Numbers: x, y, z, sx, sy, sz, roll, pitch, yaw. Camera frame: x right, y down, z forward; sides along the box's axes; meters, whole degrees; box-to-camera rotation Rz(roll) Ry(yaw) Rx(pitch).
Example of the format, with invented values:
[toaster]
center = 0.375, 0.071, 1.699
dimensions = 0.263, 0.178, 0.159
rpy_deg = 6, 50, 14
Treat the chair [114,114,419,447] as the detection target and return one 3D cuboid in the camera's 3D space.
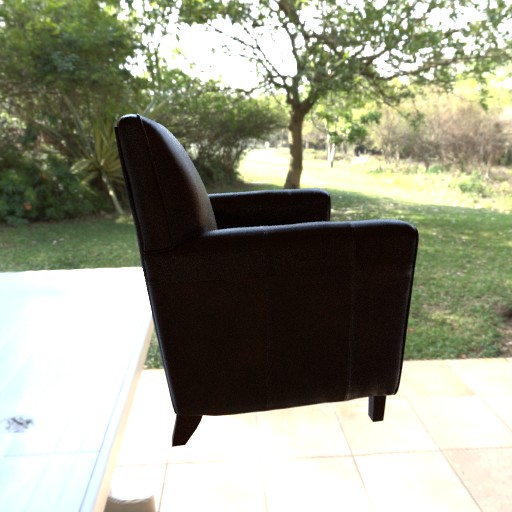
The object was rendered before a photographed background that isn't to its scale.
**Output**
[chair]
center = 0.000, 0.000, 1.595
dimensions = 0.823, 0.943, 0.870
rpy_deg = -3, 16, -10
